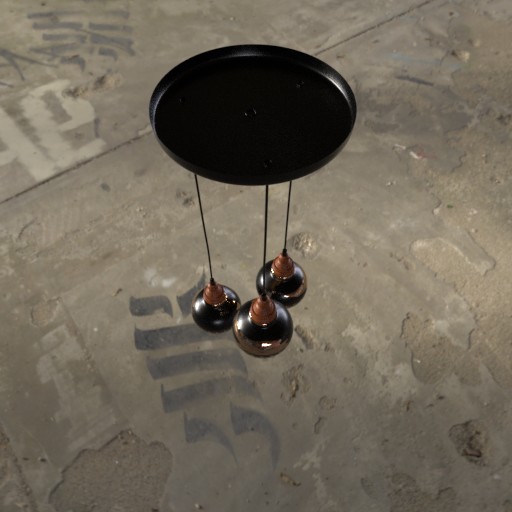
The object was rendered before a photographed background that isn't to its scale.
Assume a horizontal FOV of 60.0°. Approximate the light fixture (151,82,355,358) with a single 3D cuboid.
[{"bbox_3d":[0.000,0.000,1.765,0.608,1.410,0.605,-14,57,-10],"label":"light fixture"}]
